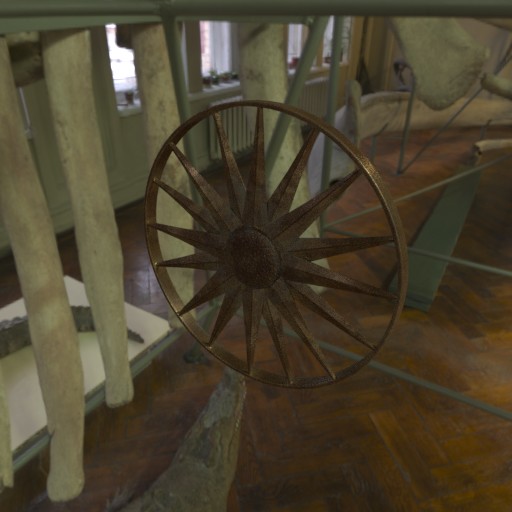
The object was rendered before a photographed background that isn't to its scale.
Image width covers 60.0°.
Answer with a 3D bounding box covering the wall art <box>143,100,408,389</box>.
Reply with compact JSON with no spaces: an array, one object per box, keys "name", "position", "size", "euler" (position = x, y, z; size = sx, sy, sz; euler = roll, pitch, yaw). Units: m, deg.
[{"name":"wall art","position":[0.000,0.000,0.877],"size":[0.582,0.583,0.084],"euler":[17,34,28]}]
